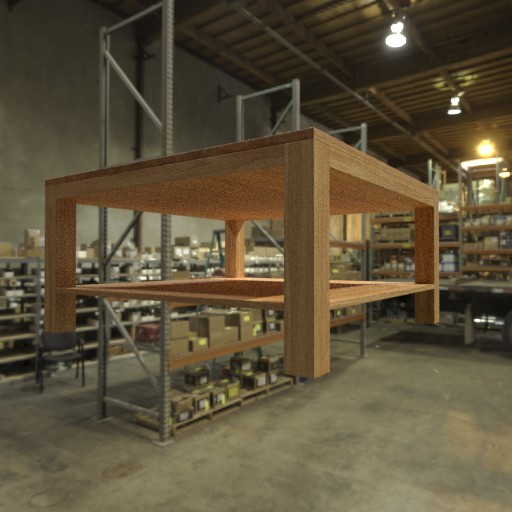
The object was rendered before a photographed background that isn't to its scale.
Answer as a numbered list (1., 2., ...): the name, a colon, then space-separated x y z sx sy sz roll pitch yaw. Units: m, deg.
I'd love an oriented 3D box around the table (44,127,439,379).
1. table: 0.000 0.000 1.419 0.900 0.450 0.900 0 -1 36
